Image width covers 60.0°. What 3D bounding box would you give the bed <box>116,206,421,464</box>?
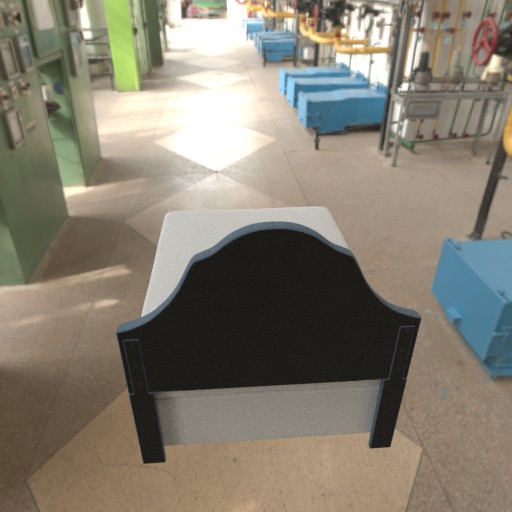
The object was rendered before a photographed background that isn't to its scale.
[{"bbox_3d":[0.000,0.000,3.237,1.636,1.575,2.155,-2,31,-4],"label":"bed"}]
